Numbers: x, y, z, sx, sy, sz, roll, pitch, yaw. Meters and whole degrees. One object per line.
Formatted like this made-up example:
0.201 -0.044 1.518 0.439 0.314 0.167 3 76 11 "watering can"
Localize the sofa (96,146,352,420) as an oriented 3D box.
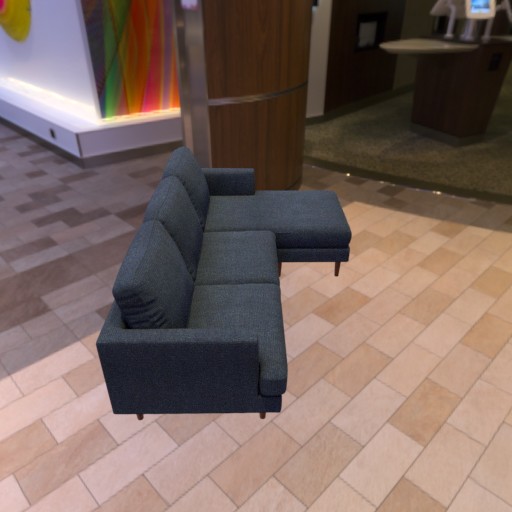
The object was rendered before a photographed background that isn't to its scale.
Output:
0.000 0.000 3.084 1.504 0.956 2.233 0 32 -1 "sofa"
